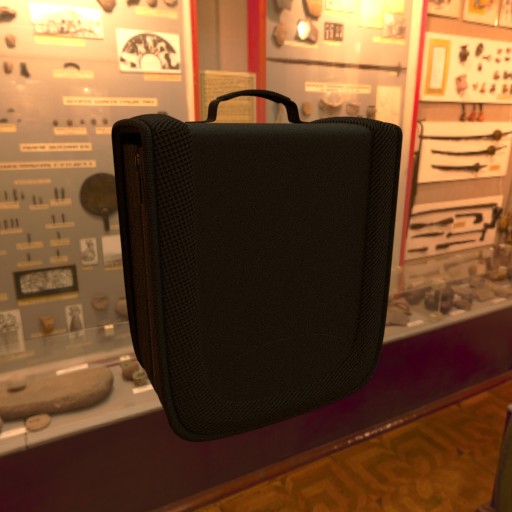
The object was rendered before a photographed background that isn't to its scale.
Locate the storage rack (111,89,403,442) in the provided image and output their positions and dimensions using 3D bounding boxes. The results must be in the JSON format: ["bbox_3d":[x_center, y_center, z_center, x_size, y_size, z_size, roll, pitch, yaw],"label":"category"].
[{"bbox_3d":[0.000,0.000,0.551,0.297,0.387,0.168,-8,18,-26],"label":"storage rack"}]
